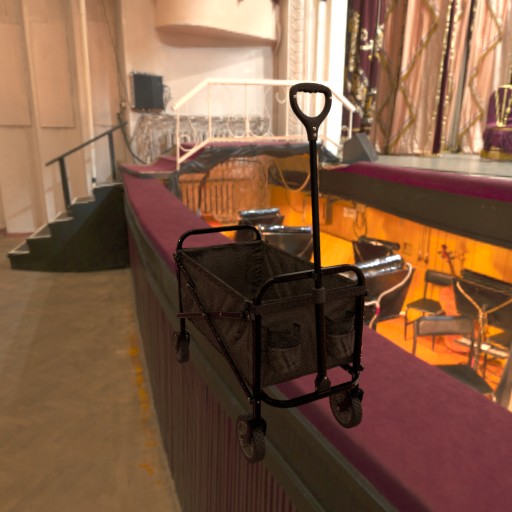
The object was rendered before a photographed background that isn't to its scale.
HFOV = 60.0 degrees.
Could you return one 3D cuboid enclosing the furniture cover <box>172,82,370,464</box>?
[{"bbox_3d":[0.000,0.000,1.863,0.532,1.295,1.038,-8,17,-26],"label":"furniture cover"}]
